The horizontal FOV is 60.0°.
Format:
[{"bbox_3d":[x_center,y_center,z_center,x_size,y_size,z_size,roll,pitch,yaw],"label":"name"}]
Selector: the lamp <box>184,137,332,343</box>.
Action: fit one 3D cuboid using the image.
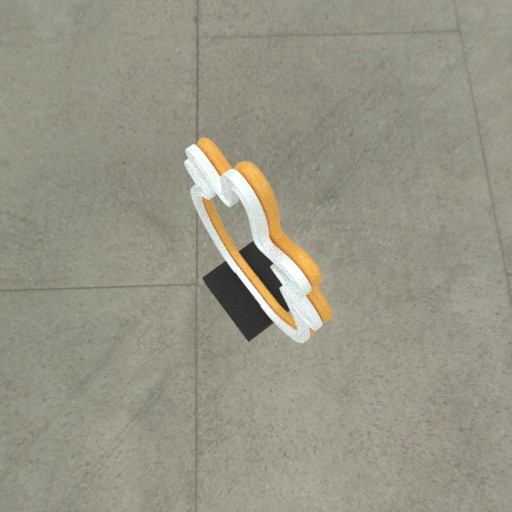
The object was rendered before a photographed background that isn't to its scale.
[{"bbox_3d":[0.000,0.000,0.388,0.088,0.317,0.167,-36,77,-9],"label":"lamp"}]
